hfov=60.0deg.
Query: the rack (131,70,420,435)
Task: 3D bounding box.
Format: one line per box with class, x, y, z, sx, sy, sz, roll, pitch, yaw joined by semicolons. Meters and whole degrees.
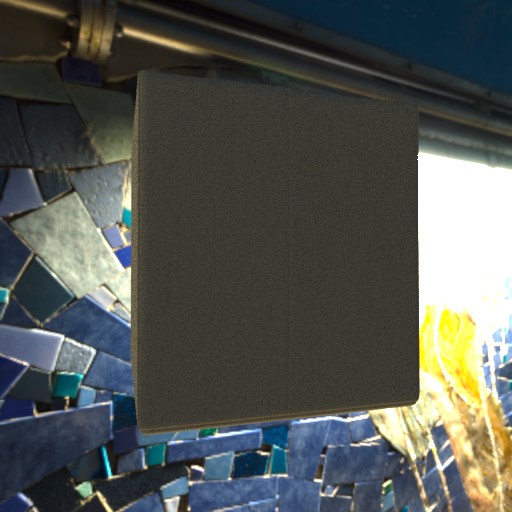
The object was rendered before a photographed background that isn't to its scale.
rack;0.000;0.000;0.500;0.270;0.280;0.270;0;-1;-17
